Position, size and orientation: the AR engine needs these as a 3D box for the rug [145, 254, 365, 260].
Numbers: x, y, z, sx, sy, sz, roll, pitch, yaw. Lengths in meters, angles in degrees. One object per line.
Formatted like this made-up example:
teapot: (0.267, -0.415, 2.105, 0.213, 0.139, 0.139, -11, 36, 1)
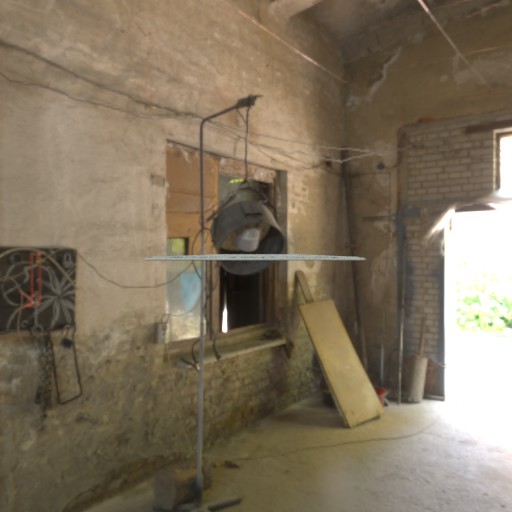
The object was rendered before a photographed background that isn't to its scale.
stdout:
rug: (0.000, 0.000, 2.418, 0.662, 0.011, 2.196, 0, 0, 0)
